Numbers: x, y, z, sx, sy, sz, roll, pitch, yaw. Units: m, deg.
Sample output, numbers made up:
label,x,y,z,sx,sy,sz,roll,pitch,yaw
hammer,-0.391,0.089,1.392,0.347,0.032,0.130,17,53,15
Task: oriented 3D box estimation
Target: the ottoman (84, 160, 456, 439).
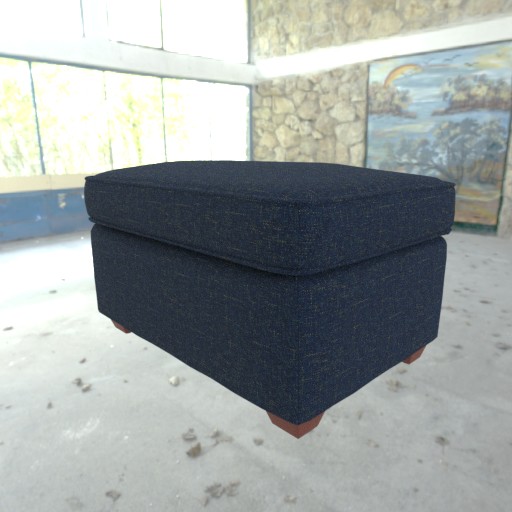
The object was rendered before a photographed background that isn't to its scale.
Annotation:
label,x,y,z,sx,sy,sz,roll,pitch,yaw
ottoman,0.000,0.000,1.076,0.549,0.450,0.749,-13,19,-42
